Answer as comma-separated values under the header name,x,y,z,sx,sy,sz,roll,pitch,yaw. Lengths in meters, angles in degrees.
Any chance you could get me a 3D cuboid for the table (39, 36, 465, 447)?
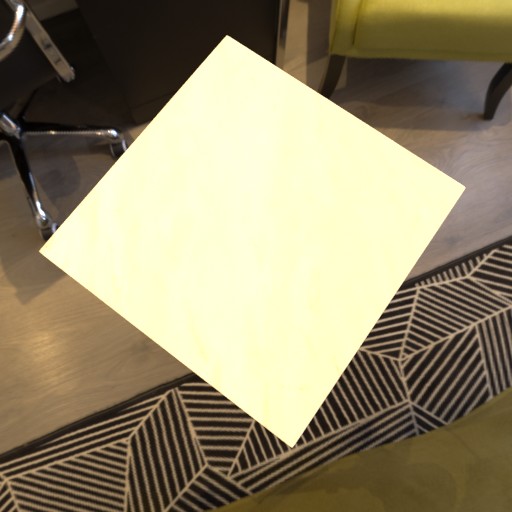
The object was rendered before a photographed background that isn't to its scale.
name,x,y,z,sx,sy,sz,roll,pitch,yaw
table,0.000,0.000,0.797,0.455,0.431,0.455,36,79,8
